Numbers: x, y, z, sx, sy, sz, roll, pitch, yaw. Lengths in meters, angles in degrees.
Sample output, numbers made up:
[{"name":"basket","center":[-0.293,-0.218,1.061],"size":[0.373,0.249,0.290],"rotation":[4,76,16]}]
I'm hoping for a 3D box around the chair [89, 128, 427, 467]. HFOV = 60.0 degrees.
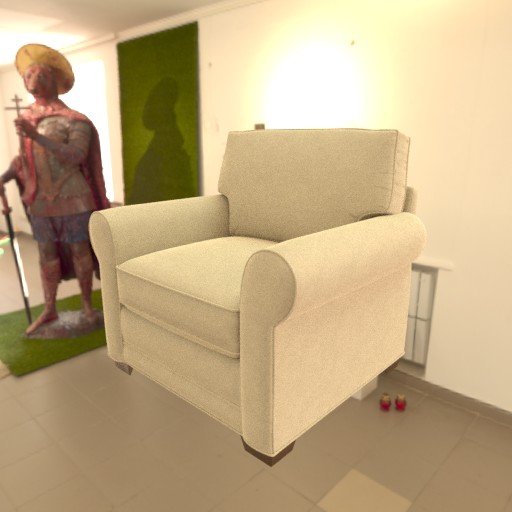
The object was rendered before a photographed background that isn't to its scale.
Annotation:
[{"name":"chair","center":[0.000,0.000,1.715],"size":[1.040,0.955,0.863],"rotation":[14,20,41]}]
